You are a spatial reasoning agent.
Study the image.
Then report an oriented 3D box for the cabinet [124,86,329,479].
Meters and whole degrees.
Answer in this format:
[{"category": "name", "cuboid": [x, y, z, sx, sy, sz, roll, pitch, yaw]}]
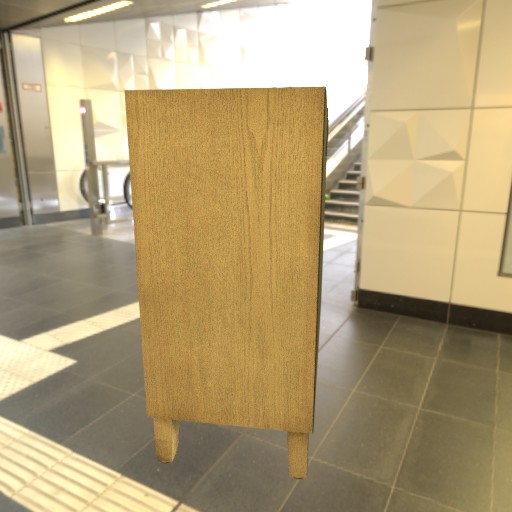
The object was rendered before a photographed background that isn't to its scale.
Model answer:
[{"category": "cabinet", "cuboid": [0.000, 0.000, 1.228, 0.370, 0.787, 0.781, 2, 14, 9]}]
